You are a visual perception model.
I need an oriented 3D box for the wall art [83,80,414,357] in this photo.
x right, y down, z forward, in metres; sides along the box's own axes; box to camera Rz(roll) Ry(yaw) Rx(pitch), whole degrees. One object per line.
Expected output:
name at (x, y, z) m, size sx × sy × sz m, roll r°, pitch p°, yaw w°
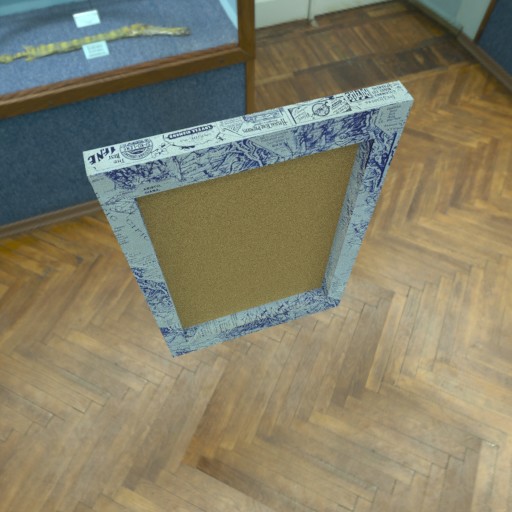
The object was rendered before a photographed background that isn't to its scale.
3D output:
wall art at (0.000, 0.000, 0.494) m, size 0.255 × 0.376 × 0.025 m, roll -16°, pitch 59°, yaw -10°
